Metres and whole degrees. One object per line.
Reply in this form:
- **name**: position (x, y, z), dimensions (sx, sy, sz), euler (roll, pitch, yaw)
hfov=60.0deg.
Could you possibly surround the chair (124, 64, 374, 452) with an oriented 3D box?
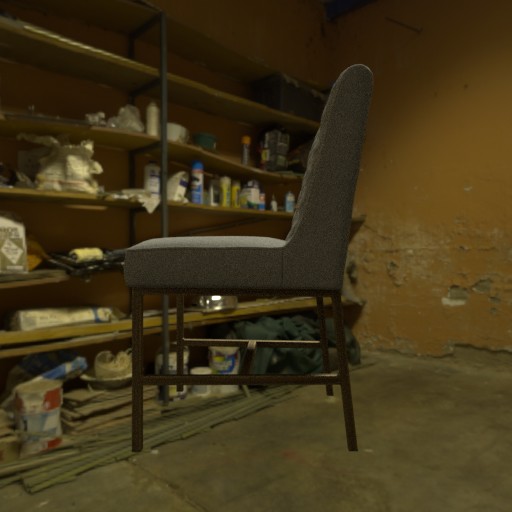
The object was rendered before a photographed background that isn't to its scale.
- **chair**: position (0.000, 0.000, 1.232), dimensions (0.587, 0.889, 0.508), euler (0, 0, 2)
